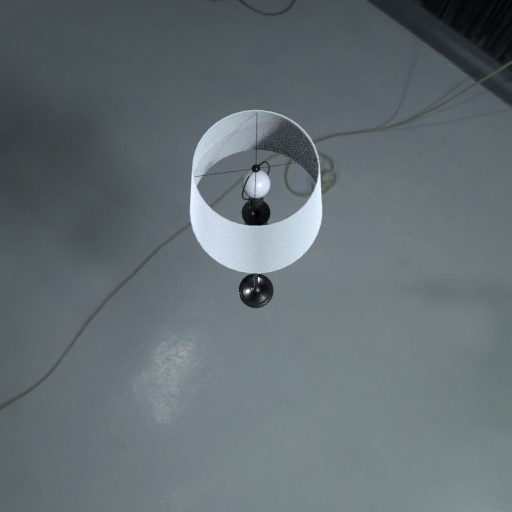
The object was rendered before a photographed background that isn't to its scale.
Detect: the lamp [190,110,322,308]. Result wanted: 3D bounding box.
[{"bbox_3d":[0.000,0.000,1.791,0.379,1.623,0.379,0,75,0],"label":"lamp"}]
